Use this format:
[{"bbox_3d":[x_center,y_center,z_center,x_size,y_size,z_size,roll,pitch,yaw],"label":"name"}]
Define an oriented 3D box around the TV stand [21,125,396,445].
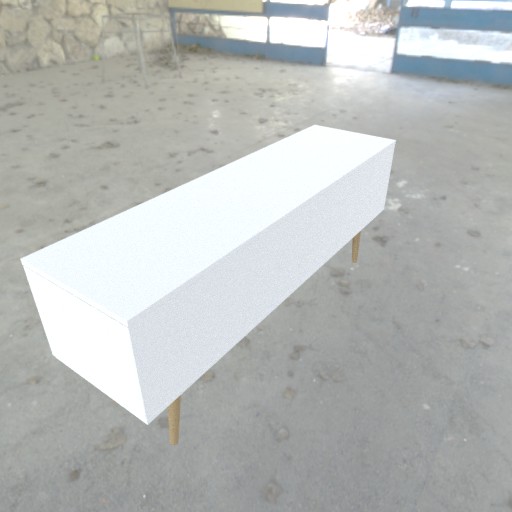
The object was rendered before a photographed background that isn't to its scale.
[{"bbox_3d":[0.000,0.000,1.587,0.401,0.560,1.398,21,38,30],"label":"TV stand"}]
